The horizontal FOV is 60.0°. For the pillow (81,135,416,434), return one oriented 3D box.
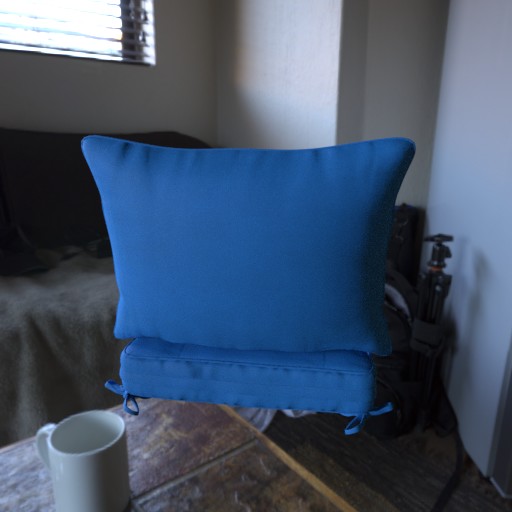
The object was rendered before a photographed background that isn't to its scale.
[{"bbox_3d":[0.000,0.000,1.364,0.798,0.725,0.733,2,16,8],"label":"pillow"}]
